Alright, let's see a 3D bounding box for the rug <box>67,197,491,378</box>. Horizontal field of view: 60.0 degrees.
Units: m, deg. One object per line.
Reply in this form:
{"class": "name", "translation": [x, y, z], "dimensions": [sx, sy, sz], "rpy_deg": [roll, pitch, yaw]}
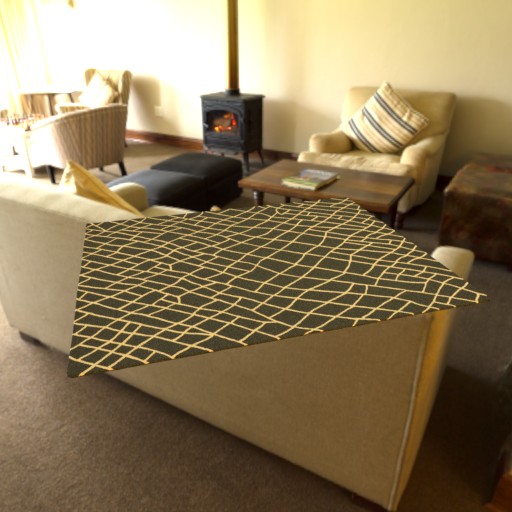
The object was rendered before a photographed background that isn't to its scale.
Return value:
{"class": "rug", "translation": [0.000, 0.000, 4.037], "dimensions": [3.047, 0.022, 2.439], "rpy_deg": [-8, 28, -14]}
